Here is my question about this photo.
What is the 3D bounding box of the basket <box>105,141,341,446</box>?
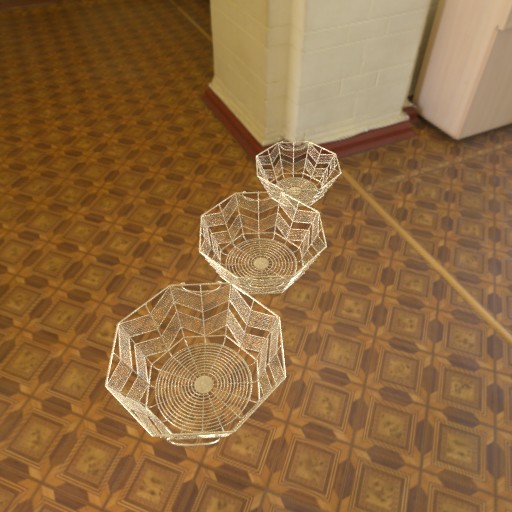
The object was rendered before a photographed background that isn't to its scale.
[{"bbox_3d":[0.000,0.000,1.365,0.432,0.178,1.246,15,48,13],"label":"basket"}]
